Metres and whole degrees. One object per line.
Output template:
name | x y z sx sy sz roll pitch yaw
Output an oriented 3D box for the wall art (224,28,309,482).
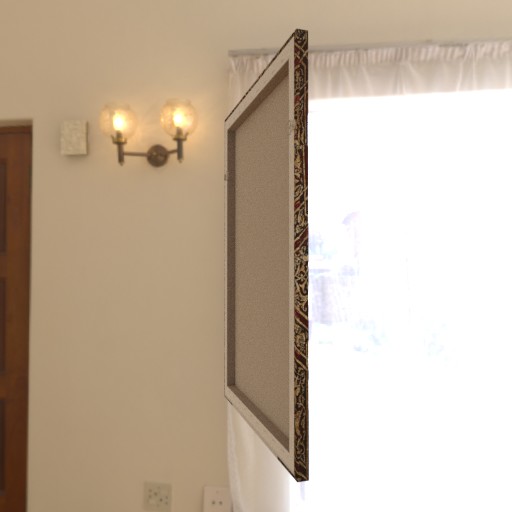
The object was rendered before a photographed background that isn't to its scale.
wall art | 0.000 0.000 0.776 0.020 0.599 0.397 0 -1 -18
